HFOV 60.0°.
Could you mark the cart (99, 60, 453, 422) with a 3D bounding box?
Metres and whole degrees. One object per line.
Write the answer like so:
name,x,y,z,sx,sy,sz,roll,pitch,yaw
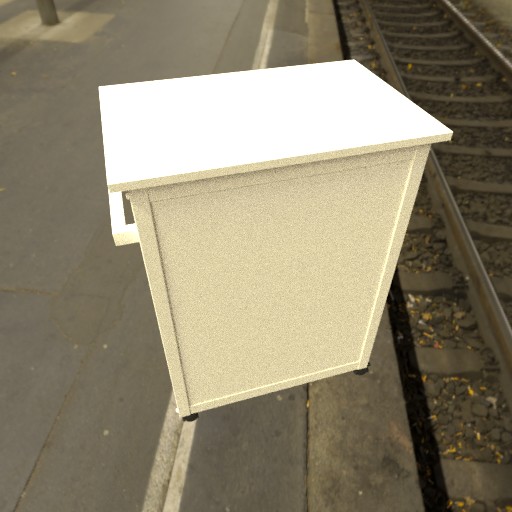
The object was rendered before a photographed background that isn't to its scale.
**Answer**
cart,0.000,0.000,1.251,0.683,0.864,0.442,-11,43,-12
